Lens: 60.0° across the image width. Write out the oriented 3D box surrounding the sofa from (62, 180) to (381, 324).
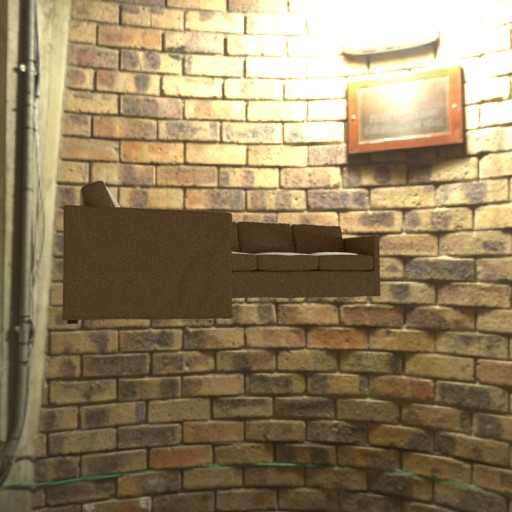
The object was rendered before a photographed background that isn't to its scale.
[{"bbox_3d":[0.000,0.000,4.181,3.182,0.871,2.432,0,-1,-19],"label":"sofa"}]
